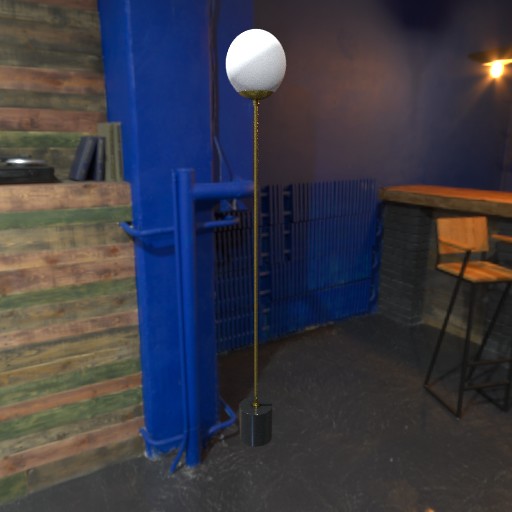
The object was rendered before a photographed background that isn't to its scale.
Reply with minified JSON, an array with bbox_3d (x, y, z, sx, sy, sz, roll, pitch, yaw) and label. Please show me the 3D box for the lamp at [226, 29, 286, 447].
[{"bbox_3d":[0.000,0.000,1.876,0.229,1.748,0.229,-8,16,-28],"label":"lamp"}]
